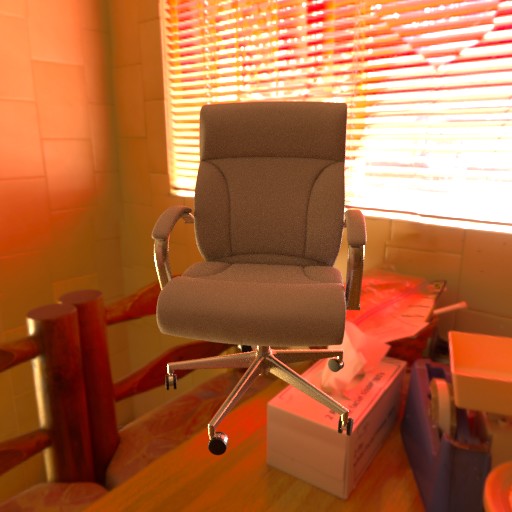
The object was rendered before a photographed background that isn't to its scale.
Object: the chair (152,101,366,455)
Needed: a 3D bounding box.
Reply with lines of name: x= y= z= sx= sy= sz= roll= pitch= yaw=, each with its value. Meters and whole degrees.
chair: x=0.000 y=0.000 z=1.589 sx=0.727 sy=1.099 sz=0.745 roll=2 pitch=14 yaw=8
